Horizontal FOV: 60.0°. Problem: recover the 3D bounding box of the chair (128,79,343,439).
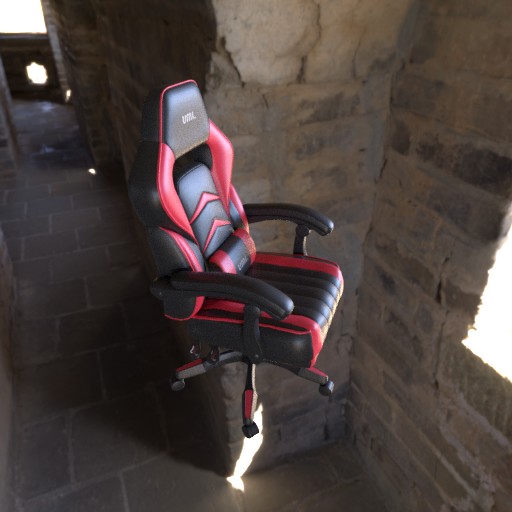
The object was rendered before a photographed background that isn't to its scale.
[{"bbox_3d":[0.000,0.000,1.696,0.700,1.220,0.700,11,32,18],"label":"chair"}]
